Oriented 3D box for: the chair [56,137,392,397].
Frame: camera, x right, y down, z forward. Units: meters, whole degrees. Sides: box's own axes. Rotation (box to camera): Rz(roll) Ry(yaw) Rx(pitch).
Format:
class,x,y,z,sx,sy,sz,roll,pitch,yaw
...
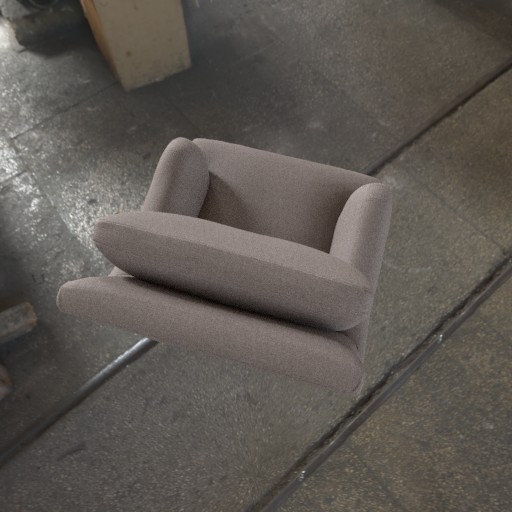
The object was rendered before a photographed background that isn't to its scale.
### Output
class,x,y,z,sx,sy,sz,roll,pitch,yaw
chair,0.000,0.000,1.817,0.955,1.038,1.070,15,64,7
